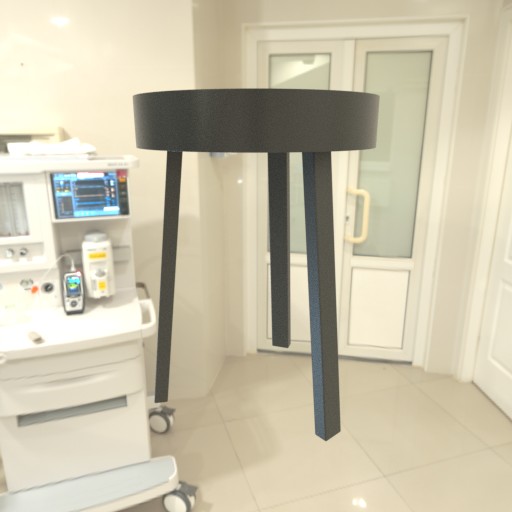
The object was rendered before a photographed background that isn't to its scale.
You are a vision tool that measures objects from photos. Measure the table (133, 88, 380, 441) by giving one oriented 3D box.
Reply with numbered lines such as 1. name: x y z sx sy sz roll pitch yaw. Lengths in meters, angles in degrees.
1. table: 0.000 0.000 0.832 0.406 0.559 0.406 0 16 0
